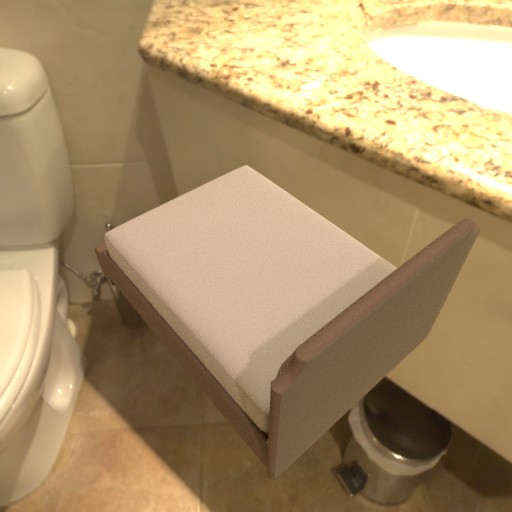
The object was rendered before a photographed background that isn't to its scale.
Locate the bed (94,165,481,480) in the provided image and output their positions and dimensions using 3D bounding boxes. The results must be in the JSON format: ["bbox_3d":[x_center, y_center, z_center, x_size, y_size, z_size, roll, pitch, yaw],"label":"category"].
[{"bbox_3d":[0.000,0.000,3.392,1.713,1.443,2.372,-32,54,-27],"label":"bed"}]
